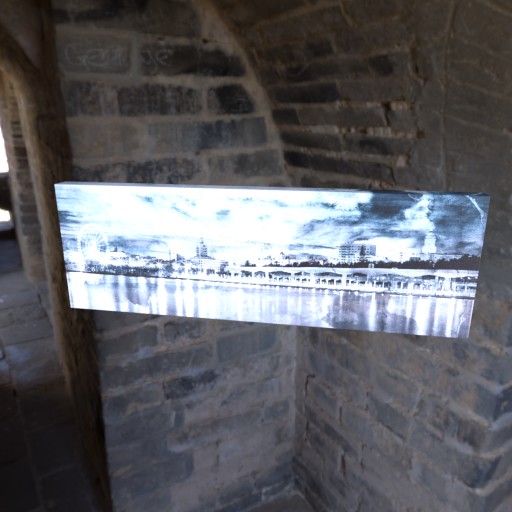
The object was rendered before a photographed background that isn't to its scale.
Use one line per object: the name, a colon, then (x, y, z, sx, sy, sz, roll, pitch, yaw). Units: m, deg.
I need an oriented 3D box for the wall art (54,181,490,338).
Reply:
wall art: (0.000, 0.000, 0.818, 0.759, 0.251, 0.037, 3, 18, 10)
